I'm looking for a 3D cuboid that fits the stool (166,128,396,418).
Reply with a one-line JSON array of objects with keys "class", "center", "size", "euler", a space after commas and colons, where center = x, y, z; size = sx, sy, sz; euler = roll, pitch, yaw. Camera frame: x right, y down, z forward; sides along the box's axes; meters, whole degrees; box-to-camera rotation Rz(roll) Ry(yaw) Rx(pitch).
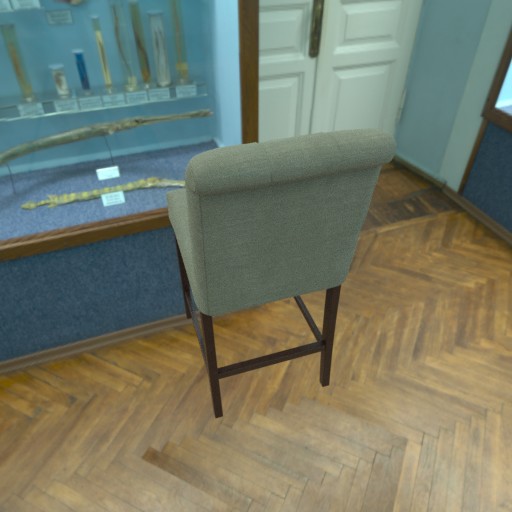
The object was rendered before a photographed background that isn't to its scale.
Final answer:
[{"class": "stool", "center": [0.000, 0.000, 1.488], "size": [0.486, 1.084, 0.660], "euler": [-12, 42, -14]}]
